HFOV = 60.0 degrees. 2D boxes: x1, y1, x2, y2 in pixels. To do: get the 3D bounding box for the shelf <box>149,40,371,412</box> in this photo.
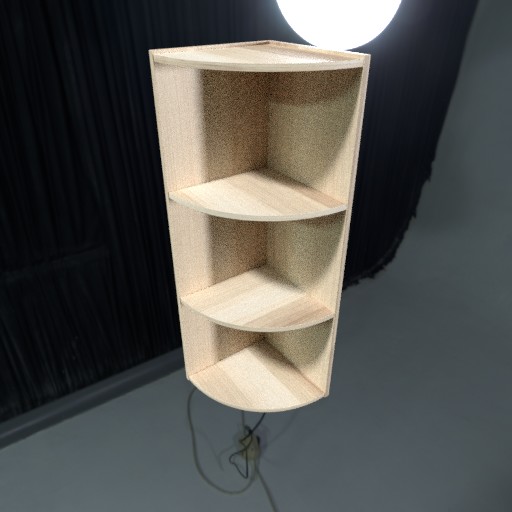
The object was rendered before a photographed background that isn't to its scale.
[{"bbox_3d":[0.000,0.000,1.037,0.290,0.872,0.290,-21,37,-30],"label":"shelf"}]
